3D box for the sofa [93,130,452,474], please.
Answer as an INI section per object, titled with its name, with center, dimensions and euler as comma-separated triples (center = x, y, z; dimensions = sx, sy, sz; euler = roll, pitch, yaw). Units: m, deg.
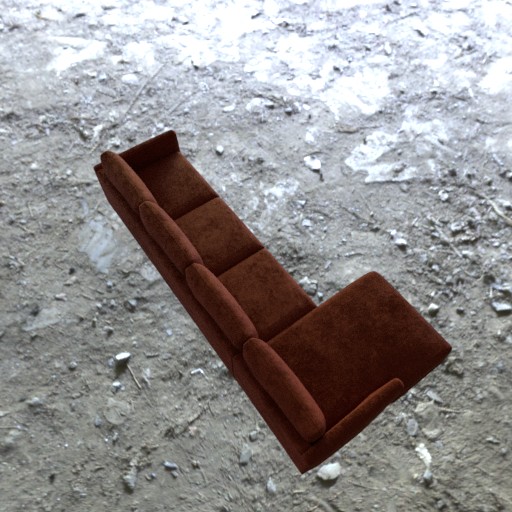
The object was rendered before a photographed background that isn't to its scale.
[sofa]
center = 0.000, 0.000, 2.974
dimensions = 1.136, 0.663, 2.467
euler = -32, 63, -18
